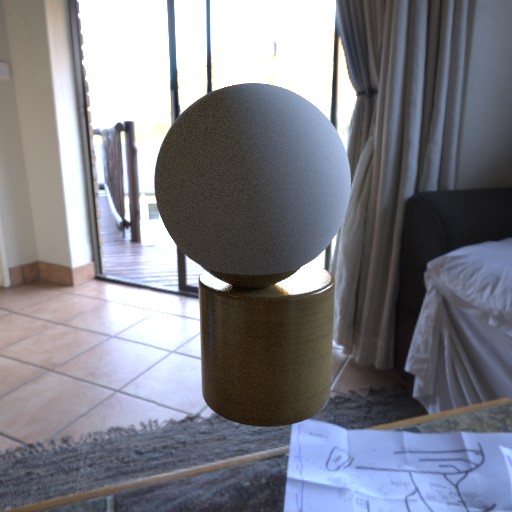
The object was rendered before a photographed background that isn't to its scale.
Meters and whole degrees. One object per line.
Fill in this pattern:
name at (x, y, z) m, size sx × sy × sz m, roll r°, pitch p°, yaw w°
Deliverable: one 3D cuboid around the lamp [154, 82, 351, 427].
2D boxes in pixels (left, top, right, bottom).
lamp at (0.000, 0.000, 0.344) m, size 0.141 × 0.250 × 0.152 m, roll 7°, pitch 16°, yaw 27°
